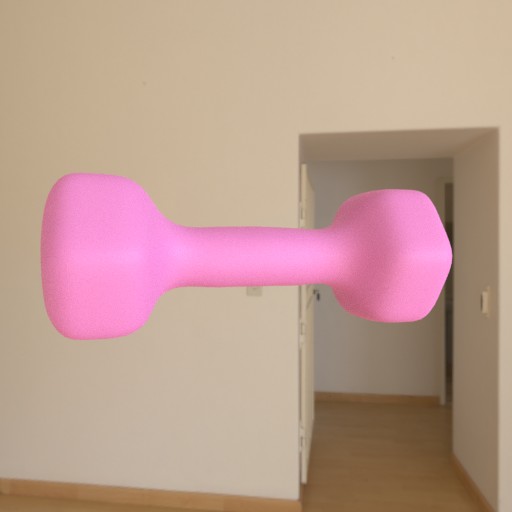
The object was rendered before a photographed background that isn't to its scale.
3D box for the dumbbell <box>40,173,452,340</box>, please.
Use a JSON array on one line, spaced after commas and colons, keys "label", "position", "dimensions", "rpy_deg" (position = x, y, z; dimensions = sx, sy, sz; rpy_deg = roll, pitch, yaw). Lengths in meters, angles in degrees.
[{"label": "dumbbell", "position": [0.000, 0.000, 0.182], "dimensions": [0.159, 0.058, 0.064], "rpy_deg": [0, 0, -17]}]
